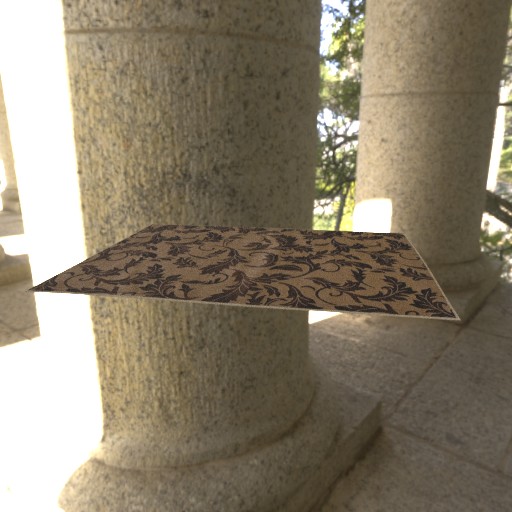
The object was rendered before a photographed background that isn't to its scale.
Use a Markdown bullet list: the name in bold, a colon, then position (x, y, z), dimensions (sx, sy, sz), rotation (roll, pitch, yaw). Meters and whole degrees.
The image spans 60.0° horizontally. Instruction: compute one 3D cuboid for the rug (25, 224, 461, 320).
- **rug**: position (0.000, 0.000, 4.067), dimensions (2.977, 0.008, 2.380), rotation (3, 16, 9)
